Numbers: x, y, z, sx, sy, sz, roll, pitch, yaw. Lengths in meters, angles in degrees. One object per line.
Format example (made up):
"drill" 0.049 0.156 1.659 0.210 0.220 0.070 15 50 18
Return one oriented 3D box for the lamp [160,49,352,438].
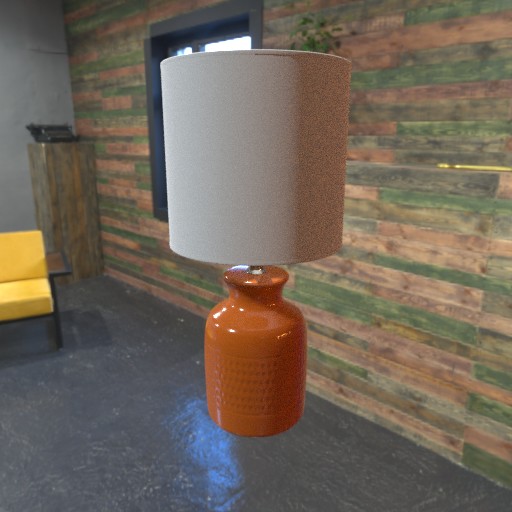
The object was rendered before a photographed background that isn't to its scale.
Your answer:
"lamp" 0.000 0.000 1.100 0.418 0.871 0.418 -14 21 -42
